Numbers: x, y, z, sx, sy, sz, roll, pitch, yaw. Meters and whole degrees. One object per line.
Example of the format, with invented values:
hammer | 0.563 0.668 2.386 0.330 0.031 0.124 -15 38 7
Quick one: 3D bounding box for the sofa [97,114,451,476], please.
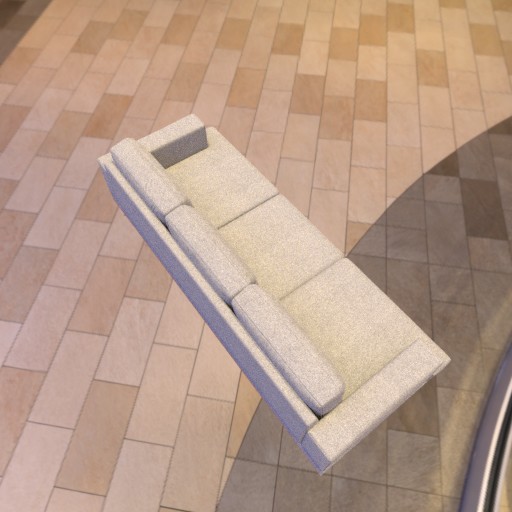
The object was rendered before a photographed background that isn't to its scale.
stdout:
sofa | 0.000 0.000 2.711 0.920 0.810 2.310 -32 63 -19
